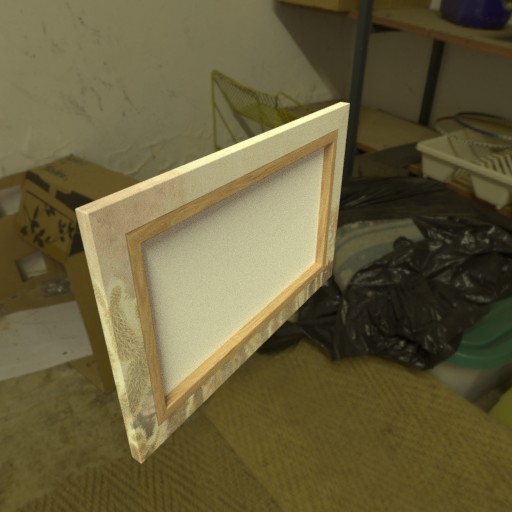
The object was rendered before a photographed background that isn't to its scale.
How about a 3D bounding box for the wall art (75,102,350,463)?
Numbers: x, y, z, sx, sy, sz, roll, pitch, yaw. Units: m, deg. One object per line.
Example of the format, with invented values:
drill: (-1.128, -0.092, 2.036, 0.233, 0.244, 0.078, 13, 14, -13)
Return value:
wall art: (0.000, 0.000, 1.429, 0.041, 0.758, 1.142, 20, 36, 30)
